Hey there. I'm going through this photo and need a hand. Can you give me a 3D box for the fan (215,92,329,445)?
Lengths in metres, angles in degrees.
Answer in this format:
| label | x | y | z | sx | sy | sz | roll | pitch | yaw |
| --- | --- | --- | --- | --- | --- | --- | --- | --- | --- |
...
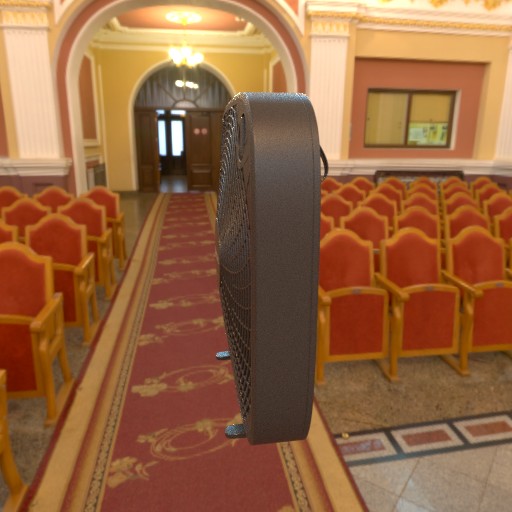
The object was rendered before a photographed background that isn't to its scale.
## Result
| label | x | y | z | sx | sy | sz | roll | pitch | yaw |
| --- | --- | --- | --- | --- | --- | --- | --- | --- | --- |
| fan | 0.000 | 0.000 | 0.794 | 0.142 | 0.533 | 0.526 | -2 | 15 | -8 |
